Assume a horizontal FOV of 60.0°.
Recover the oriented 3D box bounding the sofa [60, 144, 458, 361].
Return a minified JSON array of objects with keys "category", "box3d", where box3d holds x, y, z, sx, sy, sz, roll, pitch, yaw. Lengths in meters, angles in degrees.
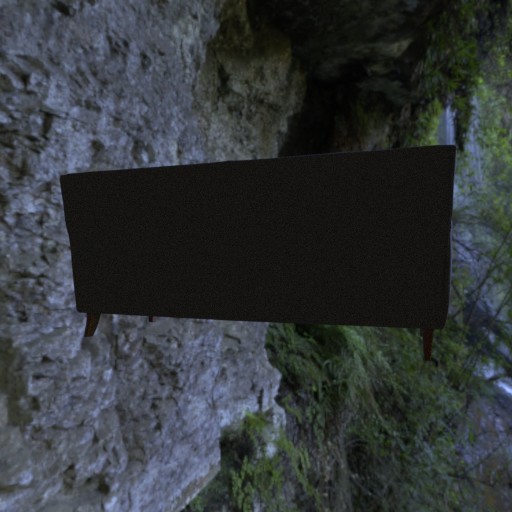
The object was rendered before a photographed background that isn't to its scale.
[{"category":"sofa","box3d":[0.000,0.000,2.485,2.002,0.907,0.843,0,-1,19]}]
